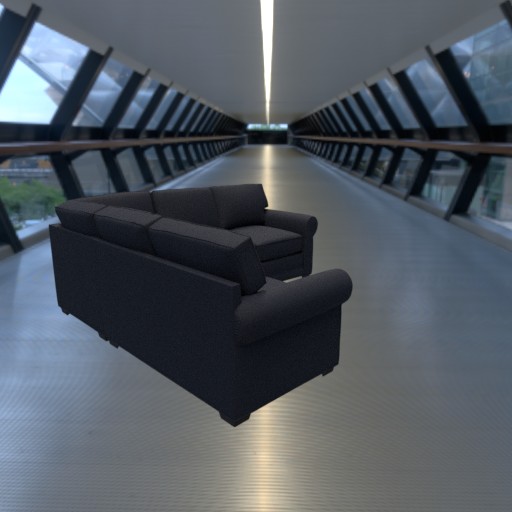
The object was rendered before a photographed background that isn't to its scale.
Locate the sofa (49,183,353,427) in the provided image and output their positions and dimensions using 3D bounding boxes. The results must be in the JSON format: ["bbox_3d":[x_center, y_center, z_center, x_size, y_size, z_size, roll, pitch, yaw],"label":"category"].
[{"bbox_3d":[0.000,0.000,3.866,2.562,1.042,2.487,-13,19,-42],"label":"sofa"}]
